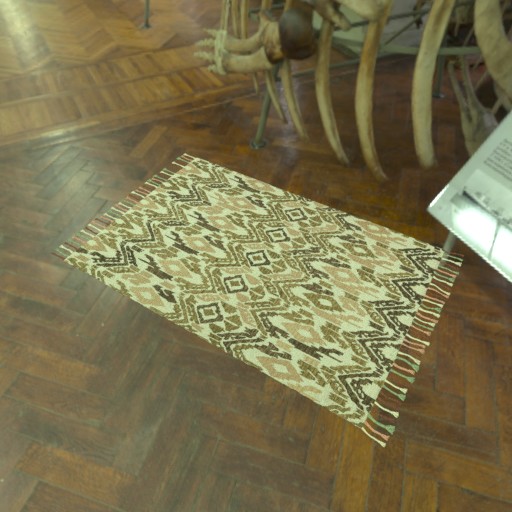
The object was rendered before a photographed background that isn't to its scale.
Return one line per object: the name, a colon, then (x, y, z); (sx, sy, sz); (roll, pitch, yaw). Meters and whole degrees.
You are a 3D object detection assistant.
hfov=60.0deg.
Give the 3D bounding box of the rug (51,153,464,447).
rug: (0.000, 0.000, 3.030); (2.438, 0.008, 1.524); (24, 50, 22)
